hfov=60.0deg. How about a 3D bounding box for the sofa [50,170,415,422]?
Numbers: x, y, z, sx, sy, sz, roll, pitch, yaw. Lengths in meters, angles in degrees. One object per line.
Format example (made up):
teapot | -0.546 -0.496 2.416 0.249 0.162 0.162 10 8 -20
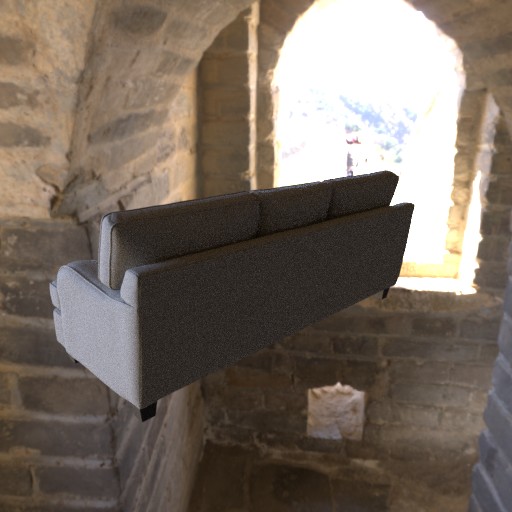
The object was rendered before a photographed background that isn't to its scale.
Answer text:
sofa | 0.000 0.000 2.895 2.323 0.997 1.016 -16 23 -42
